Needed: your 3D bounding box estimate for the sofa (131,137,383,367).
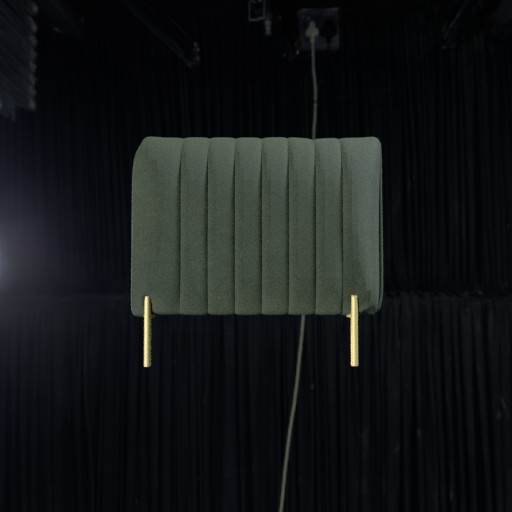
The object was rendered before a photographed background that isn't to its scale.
[{"bbox_3d":[0.000,0.000,2.527,0.896,0.793,2.137,0,-2,-1],"label":"sofa"}]
